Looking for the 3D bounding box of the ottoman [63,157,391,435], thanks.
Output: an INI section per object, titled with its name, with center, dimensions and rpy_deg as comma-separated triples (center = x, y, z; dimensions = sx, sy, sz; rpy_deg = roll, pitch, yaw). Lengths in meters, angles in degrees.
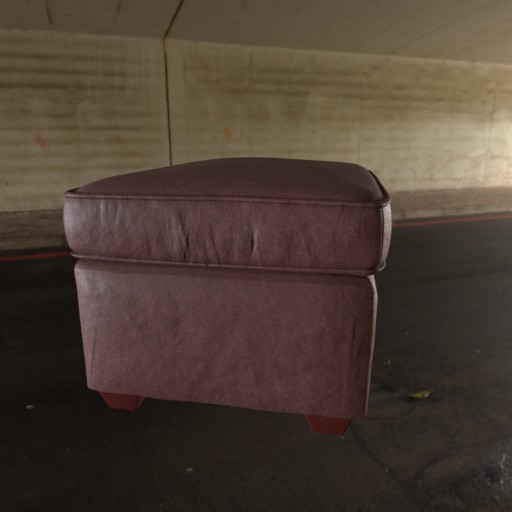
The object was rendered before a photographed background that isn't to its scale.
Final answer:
[ottoman]
center = 0.000, 0.000, 1.060
dimensions = 0.548, 0.449, 0.749
rpy_deg = 3, 15, 10
